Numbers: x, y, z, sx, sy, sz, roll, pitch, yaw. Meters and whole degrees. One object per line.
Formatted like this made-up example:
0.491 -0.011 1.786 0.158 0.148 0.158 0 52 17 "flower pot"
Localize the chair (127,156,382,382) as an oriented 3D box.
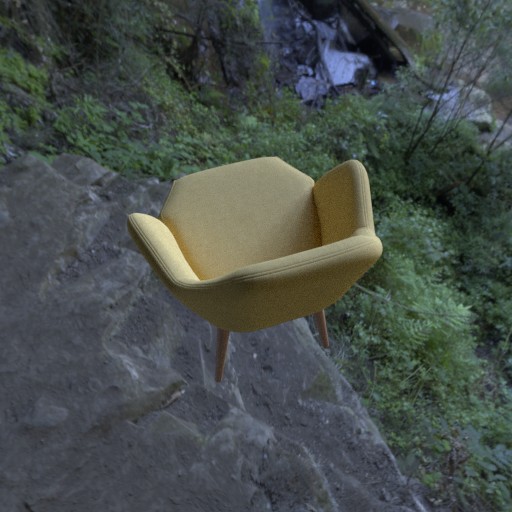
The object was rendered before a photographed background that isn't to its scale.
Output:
0.000 0.000 1.211 0.590 0.840 0.610 -15 60 -9 "chair"
